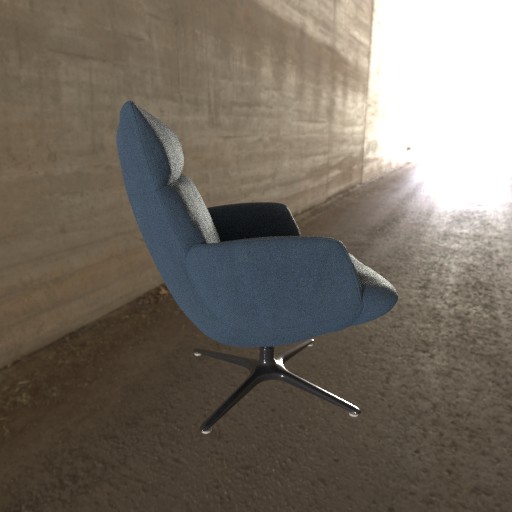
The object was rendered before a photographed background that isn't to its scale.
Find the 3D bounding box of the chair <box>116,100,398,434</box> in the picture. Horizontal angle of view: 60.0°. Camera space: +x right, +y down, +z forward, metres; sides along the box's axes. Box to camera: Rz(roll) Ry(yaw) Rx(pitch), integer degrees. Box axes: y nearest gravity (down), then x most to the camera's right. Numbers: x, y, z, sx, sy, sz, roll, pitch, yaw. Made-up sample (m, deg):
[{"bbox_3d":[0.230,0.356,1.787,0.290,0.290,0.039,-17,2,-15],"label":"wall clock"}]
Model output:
[{"bbox_3d":[0.000,0.000,1.590,0.889,1.016,0.711,-3,16,-10],"label":"chair"}]
